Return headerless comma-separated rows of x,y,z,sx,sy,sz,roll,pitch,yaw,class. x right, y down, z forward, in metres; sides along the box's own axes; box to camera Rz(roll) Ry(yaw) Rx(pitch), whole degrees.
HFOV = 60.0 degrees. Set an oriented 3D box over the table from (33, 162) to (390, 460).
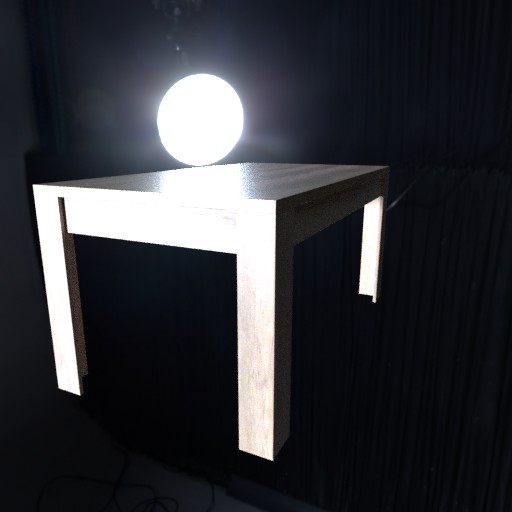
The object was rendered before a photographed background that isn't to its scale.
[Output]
0.000,0.000,2.104,0.900,0.775,1.600,7,16,25,table
